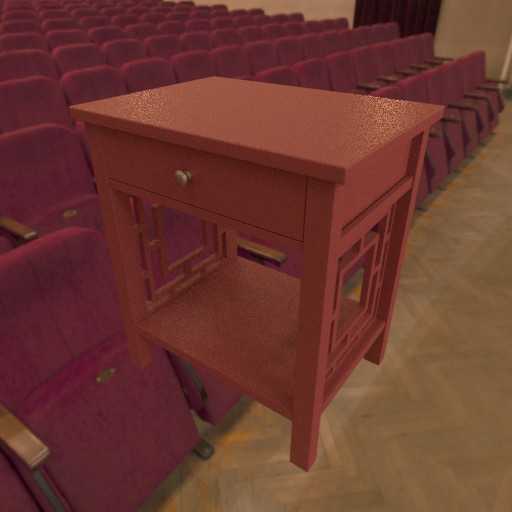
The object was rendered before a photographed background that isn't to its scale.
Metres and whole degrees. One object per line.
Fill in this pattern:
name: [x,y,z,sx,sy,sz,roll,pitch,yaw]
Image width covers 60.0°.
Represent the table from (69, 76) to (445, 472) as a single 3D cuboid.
table: [0.000,0.000,1.048,0.599,0.686,0.451,20,36,30]
